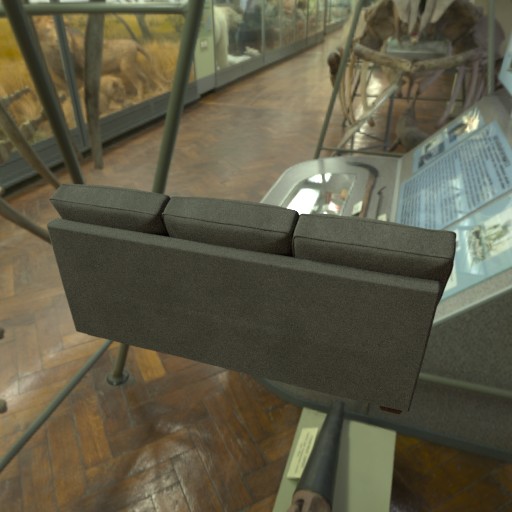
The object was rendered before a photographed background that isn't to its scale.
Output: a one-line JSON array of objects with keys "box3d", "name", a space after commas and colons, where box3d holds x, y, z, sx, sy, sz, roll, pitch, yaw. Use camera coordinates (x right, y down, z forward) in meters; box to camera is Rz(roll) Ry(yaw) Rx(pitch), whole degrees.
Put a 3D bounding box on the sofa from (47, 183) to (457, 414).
[{"box3d": [0.000, 0.000, 2.574, 1.962, 0.973, 1.027, 10, 32, 16], "name": "sofa"}]
